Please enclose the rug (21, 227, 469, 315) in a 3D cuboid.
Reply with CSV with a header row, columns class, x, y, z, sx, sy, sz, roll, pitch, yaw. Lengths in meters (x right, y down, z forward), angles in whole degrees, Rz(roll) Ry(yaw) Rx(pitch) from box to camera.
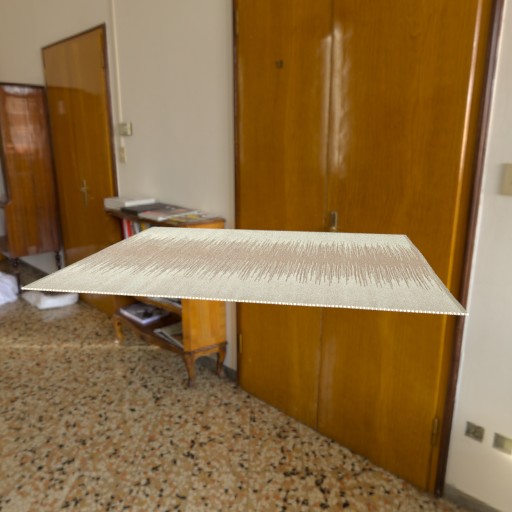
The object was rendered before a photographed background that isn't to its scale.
class,x,y,z,sx,sy,sz,roll,pitch,yaw
rug,0.000,0.000,4.107,3.048,0.013,2.438,2,14,9
